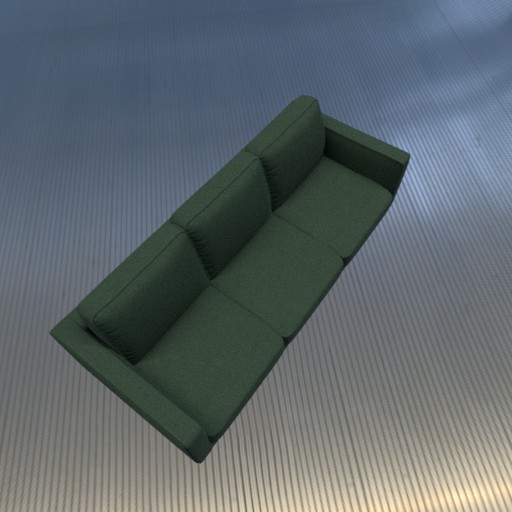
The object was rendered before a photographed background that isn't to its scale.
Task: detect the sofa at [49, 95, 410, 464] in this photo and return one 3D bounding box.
[{"bbox_3d":[0.000,0.000,2.517,0.879,0.899,2.029,32,63,18],"label":"sofa"}]
